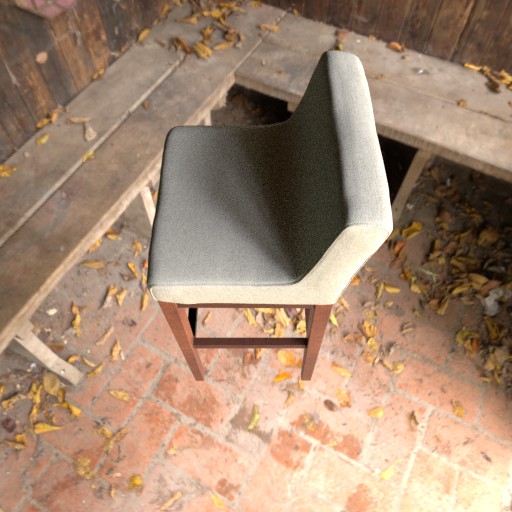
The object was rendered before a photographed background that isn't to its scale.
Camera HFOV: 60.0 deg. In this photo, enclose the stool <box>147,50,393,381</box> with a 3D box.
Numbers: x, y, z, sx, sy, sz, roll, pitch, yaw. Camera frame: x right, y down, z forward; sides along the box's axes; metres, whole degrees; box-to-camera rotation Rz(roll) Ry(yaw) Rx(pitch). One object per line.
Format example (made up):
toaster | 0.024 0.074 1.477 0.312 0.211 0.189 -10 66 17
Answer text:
stool | 0.000 0.000 1.331 0.500 1.037 0.511 0 59 0
